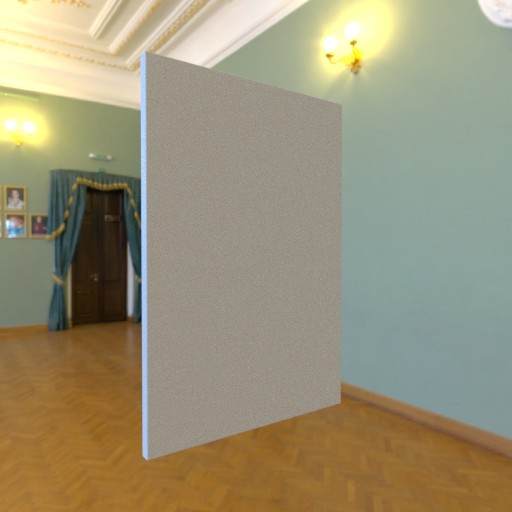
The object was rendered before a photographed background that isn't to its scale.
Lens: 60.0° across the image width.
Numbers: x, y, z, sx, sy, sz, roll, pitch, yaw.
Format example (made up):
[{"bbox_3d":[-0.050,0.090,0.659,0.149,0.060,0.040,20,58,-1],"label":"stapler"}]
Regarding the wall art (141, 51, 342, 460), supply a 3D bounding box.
[{"bbox_3d":[0.000,0.000,1.050,0.556,0.813,0.026,-1,1,-36],"label":"wall art"}]
